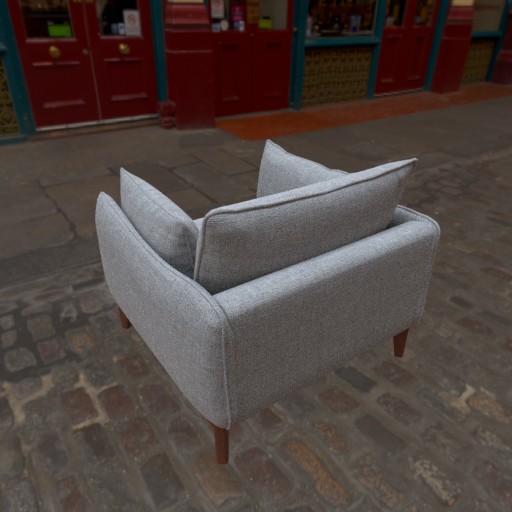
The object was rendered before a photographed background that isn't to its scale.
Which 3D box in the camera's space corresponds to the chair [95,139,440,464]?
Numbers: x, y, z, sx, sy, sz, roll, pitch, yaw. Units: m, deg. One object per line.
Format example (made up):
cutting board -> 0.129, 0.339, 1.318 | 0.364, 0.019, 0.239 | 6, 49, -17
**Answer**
chair -> 0.000, 0.000, 1.738 | 0.993, 0.839, 0.976 | -19, 35, -30
